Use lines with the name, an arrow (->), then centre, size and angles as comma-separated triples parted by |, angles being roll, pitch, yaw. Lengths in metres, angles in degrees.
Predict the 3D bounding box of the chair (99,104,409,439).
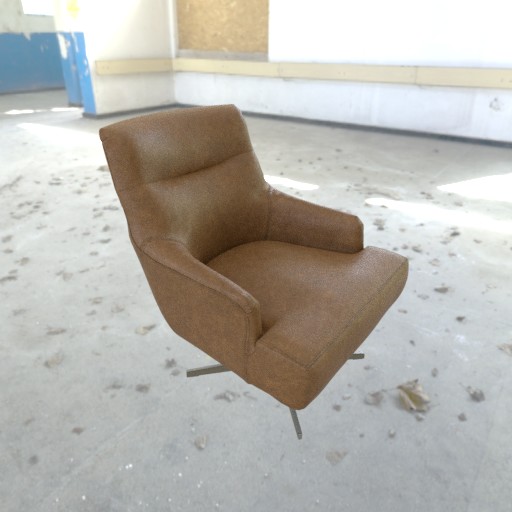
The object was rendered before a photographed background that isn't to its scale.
chair -> 0.000, 0.000, 1.507 | 0.874, 0.869, 0.729 | 18, 32, 32
